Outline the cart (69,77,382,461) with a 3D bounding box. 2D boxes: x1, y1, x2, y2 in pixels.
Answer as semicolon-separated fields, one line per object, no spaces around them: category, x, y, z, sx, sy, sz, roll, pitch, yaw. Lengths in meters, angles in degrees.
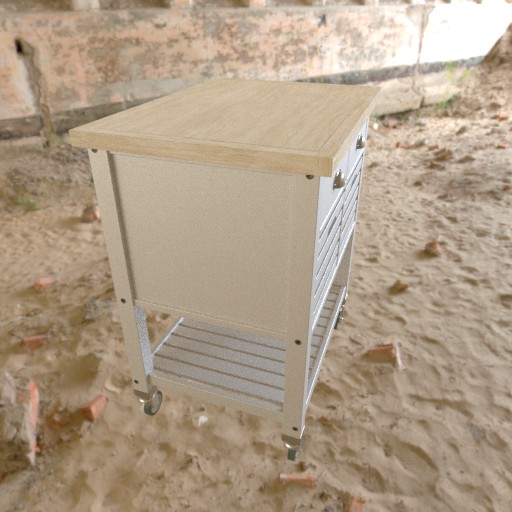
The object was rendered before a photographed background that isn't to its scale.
cart;0.000;0.000;1.384;0.559;0.914;0.762;10;32;17
